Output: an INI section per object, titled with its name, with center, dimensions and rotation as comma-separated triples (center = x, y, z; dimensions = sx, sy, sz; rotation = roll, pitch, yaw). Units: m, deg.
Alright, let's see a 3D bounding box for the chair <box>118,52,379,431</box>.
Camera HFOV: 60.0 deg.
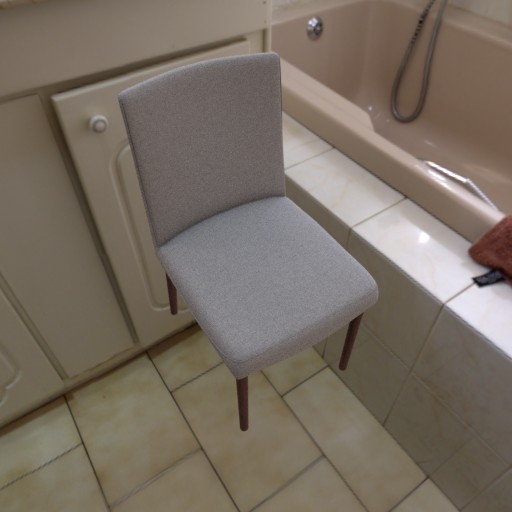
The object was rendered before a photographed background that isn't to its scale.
[chair]
center = 0.000, 0.000, 1.215
dimensions = 0.456, 0.859, 0.570
rotation = -24, 51, -21
